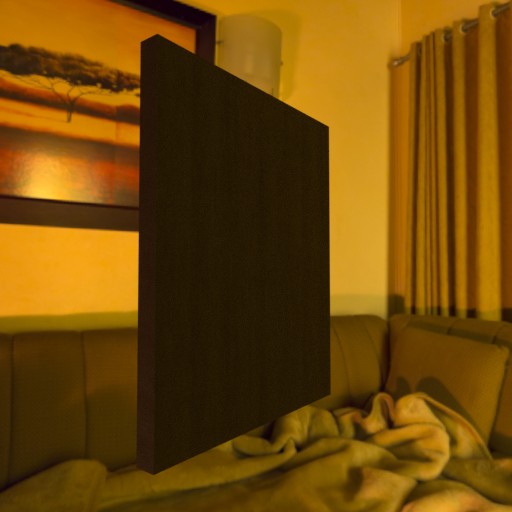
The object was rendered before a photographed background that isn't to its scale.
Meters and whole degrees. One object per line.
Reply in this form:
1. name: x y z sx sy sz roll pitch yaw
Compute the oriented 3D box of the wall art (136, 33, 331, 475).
1. wall art: 0.000 0.000 0.744 0.034 0.552 0.455 -2 -3 38
